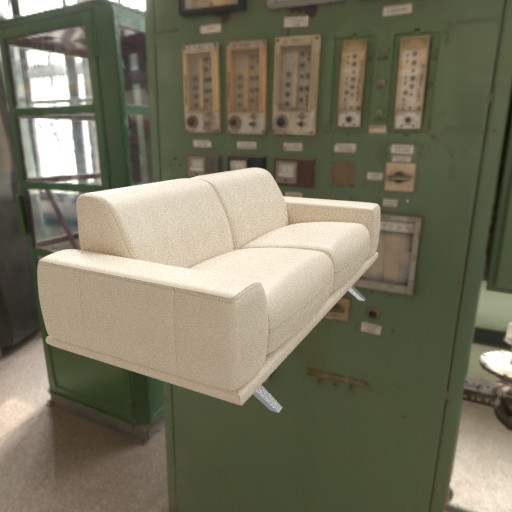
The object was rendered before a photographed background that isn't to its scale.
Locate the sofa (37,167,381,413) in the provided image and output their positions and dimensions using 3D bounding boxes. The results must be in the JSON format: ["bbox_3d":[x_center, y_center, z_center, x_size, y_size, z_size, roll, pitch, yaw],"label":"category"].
[{"bbox_3d":[0.000,0.000,2.287,0.900,0.772,1.901,8,18,26],"label":"sofa"}]
